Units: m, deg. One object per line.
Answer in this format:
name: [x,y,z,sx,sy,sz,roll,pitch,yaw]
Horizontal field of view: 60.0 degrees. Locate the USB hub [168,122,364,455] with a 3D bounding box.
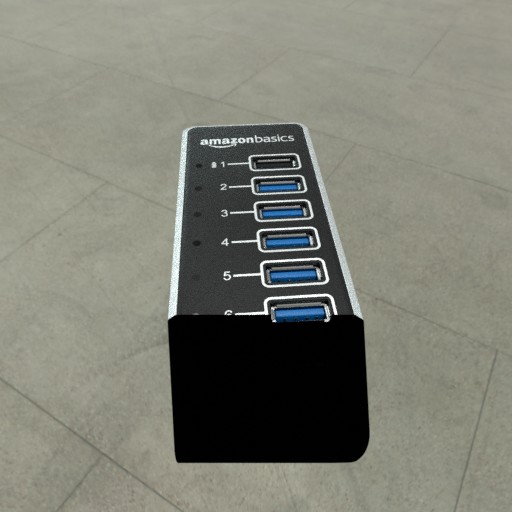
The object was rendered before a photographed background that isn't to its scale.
USB hub: [0.000,0.000,0.128,0.044,0.023,0.110,-3,47,-3]
